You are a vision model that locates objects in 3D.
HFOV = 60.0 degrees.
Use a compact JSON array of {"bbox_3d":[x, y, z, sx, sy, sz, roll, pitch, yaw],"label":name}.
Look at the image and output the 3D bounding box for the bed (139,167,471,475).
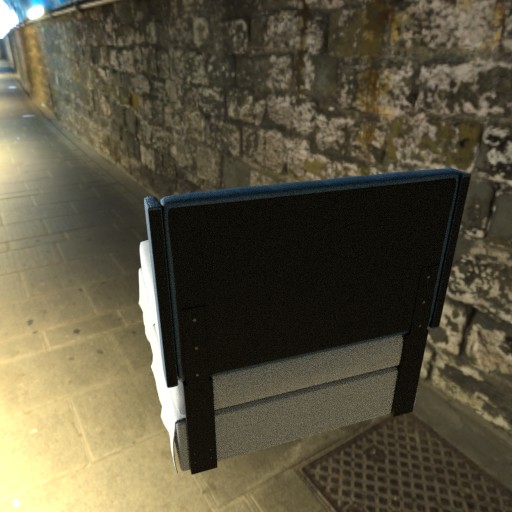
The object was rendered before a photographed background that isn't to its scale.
[{"bbox_3d":[0.000,0.000,3.335,1.719,1.665,2.078,-8,27,-17],"label":"bed"}]
